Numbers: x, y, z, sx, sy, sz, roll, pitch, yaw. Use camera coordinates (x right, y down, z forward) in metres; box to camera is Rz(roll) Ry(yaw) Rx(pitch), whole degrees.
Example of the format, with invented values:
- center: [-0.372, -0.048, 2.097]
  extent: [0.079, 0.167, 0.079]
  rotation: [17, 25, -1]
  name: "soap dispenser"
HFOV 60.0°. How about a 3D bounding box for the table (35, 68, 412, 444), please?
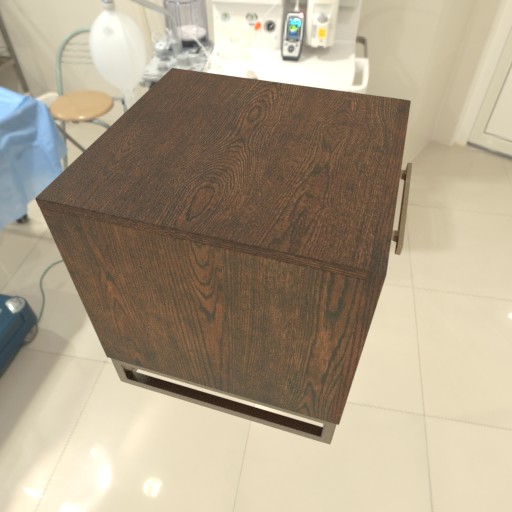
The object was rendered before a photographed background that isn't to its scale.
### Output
- center: [0.000, 0.000, 1.008]
  extent: [0.566, 0.582, 0.506]
  rotation: [13, 47, 12]
  name: "table"
